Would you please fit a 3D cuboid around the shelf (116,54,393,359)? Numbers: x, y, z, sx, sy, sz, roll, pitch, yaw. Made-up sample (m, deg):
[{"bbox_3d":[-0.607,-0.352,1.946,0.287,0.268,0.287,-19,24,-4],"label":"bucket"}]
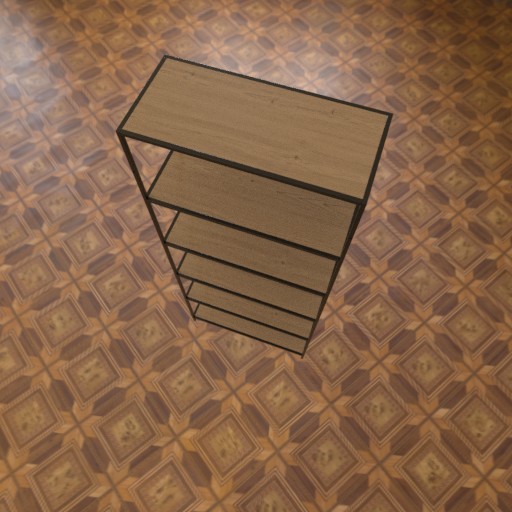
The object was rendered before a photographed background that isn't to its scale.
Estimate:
[{"bbox_3d":[0.000,0.000,2.174,0.770,1.850,0.350,18,65,9],"label":"shelf"}]
